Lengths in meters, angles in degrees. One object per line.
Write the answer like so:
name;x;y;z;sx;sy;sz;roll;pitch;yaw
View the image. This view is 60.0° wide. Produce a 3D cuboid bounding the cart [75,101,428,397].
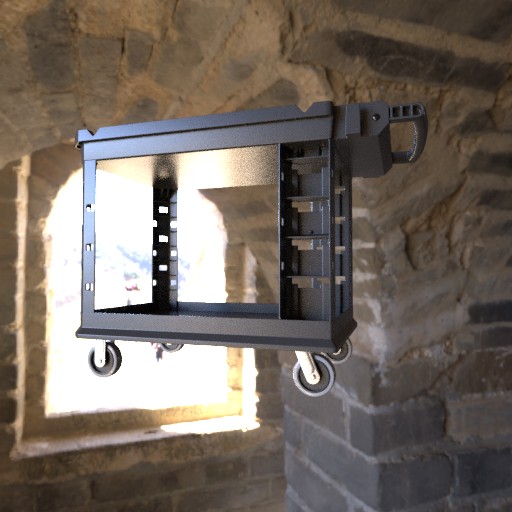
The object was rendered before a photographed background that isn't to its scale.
cart;0.000;0.000;1.706;1.239;0.884;0.674;-1;-2;18
